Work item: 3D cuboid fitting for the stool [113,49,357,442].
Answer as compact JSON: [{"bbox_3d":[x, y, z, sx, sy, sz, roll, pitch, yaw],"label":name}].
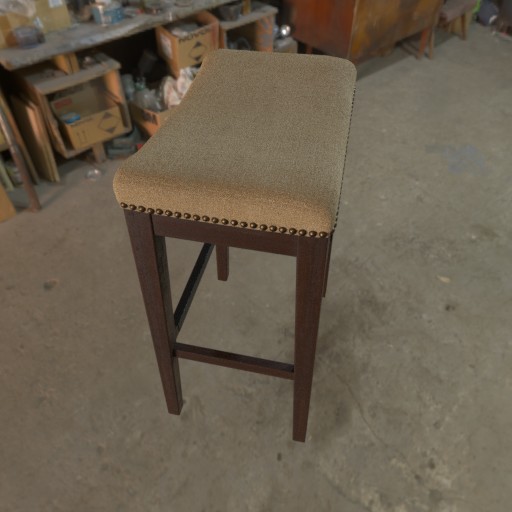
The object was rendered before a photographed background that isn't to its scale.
[{"bbox_3d":[0.000,0.000,1.043,0.363,0.768,0.509,9,46,9],"label":"stool"}]
